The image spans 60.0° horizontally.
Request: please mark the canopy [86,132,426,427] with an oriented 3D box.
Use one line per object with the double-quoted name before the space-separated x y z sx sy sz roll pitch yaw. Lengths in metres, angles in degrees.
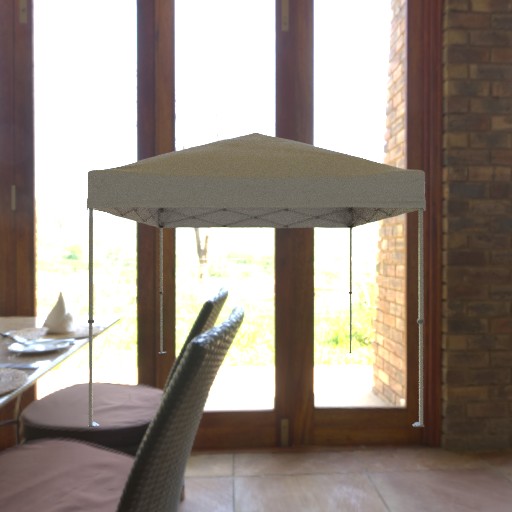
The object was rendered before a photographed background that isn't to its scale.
"canopy" 0.000 0.000 5.376 2.998 2.997 2.996 0 0 0
